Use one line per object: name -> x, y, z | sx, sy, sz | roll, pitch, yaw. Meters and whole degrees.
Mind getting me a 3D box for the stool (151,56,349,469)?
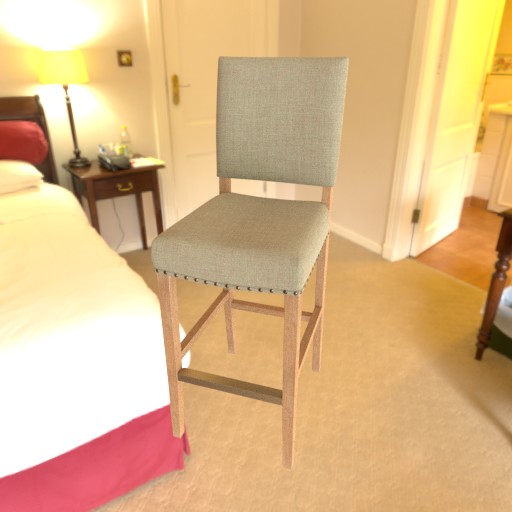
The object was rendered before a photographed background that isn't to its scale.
stool -> 0.000, 0.000, 1.473 | 0.445, 1.203, 0.585 | 8, 26, 17
